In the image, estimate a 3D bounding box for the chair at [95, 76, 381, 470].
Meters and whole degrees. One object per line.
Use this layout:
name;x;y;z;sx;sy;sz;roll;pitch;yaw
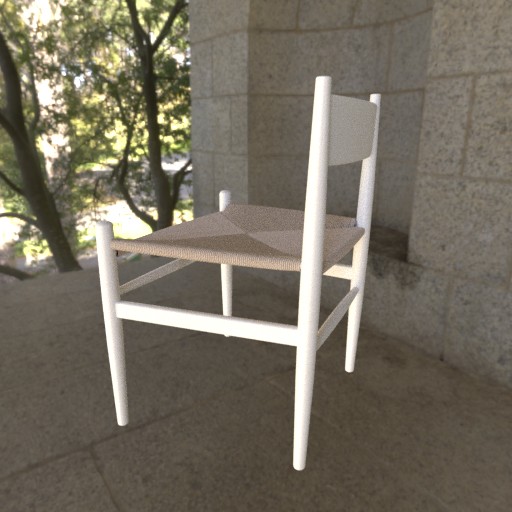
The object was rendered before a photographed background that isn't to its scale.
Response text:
chair;0.000;0.000;1.087;0.495;0.762;0.556;8;18;24
